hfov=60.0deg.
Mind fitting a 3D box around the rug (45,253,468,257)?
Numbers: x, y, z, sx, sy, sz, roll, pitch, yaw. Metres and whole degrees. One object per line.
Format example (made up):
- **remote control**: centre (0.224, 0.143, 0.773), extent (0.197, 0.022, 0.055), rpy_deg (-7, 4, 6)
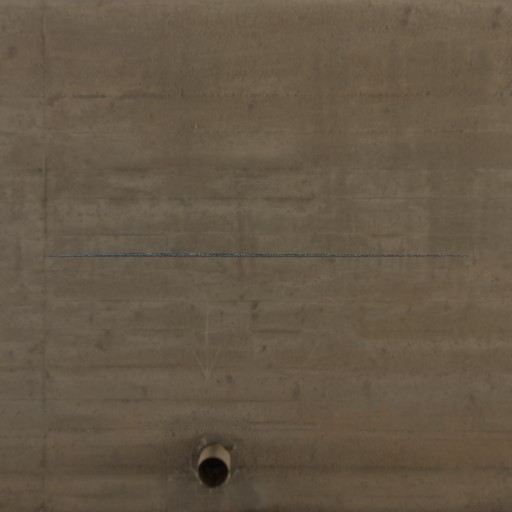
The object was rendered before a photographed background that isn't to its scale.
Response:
- **rug**: centre (0.000, 0.000, 4.203), extent (3.291, 0.013, 2.337), rpy_deg (0, 0, -35)
